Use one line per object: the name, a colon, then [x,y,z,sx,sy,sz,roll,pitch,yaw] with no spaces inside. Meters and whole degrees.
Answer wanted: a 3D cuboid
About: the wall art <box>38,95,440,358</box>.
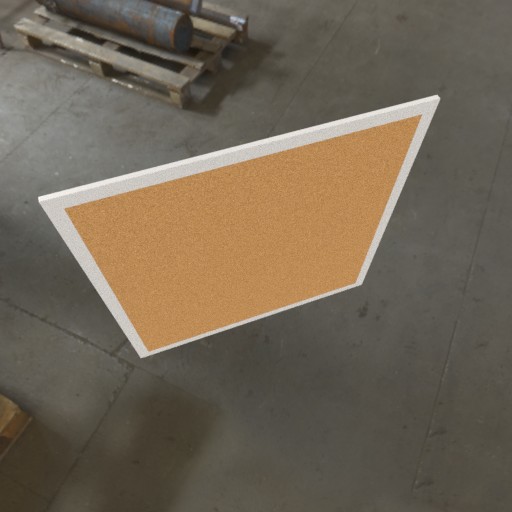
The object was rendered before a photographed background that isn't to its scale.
wall art: [0.000,0.000,0.822,0.558,0.559,0.009,-17,59,-10]
